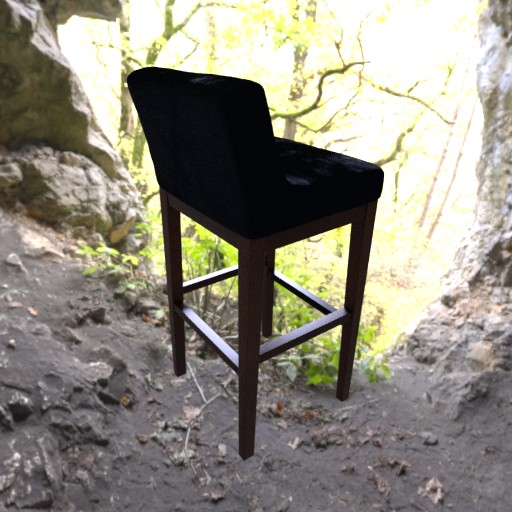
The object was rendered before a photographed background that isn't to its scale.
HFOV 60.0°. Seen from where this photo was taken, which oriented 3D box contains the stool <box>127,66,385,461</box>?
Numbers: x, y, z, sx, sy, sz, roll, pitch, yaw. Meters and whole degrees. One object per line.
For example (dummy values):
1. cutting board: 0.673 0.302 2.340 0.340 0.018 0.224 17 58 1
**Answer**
1. stool: 0.000 0.000 1.324 0.500 1.037 0.511 -18 32 -31
